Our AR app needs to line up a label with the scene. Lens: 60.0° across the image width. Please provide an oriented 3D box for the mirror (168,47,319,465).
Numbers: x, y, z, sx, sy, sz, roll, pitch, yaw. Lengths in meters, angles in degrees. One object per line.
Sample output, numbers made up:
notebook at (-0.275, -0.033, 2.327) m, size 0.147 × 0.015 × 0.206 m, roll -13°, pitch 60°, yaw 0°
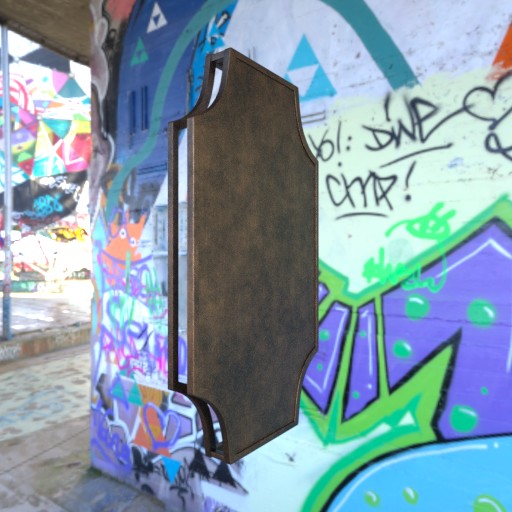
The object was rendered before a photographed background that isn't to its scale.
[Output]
mirror at (0.000, 0.000, 0.982) m, size 0.066 × 0.811 × 0.462 m, roll 0°, pitch 0°, yaw 36°
